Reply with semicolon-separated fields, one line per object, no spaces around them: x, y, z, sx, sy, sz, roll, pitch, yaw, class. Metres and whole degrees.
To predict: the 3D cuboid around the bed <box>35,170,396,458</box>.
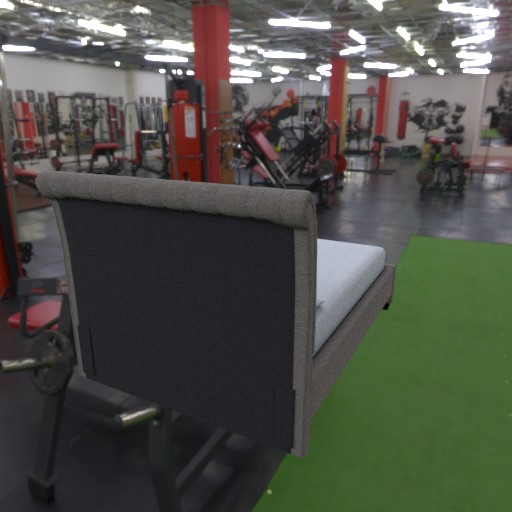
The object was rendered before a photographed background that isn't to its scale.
0.000;0.000;3.272;1.645;1.371;2.252;9;19;27;bed
